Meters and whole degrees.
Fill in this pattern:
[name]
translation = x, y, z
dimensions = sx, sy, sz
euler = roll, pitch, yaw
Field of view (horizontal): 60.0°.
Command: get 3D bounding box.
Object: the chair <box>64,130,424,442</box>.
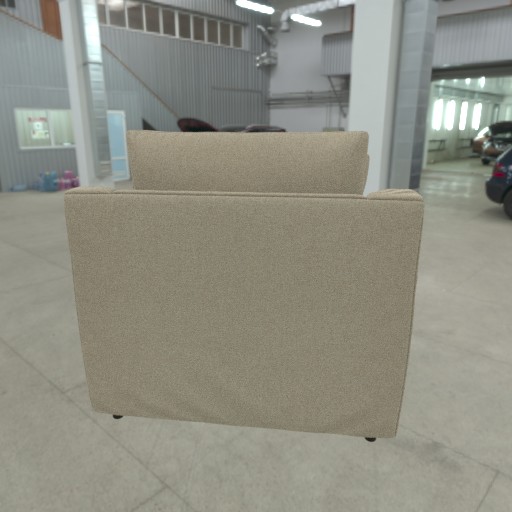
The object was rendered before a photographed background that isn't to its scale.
[chair]
translation = 0.000, 0.000, 1.987
dimensions = 1.194, 1.093, 1.071
euler = 2, 17, 7
